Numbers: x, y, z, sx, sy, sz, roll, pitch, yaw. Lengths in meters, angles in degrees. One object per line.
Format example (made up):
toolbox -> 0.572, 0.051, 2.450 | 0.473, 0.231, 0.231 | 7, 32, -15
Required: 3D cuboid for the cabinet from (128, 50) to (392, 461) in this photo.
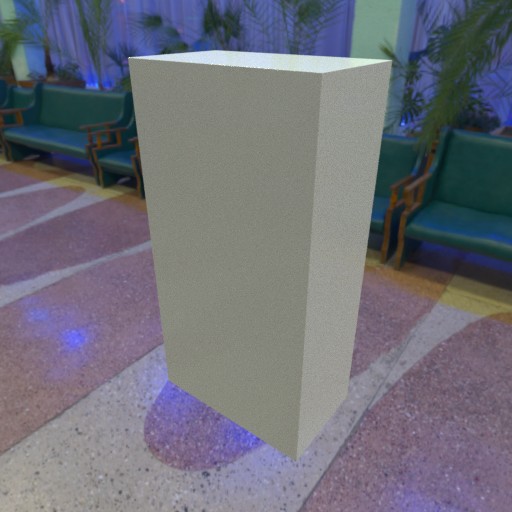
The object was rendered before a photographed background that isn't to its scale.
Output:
cabinet -> 0.000, 0.000, 2.355 | 0.980, 1.920, 0.580 | 20, 34, 32
